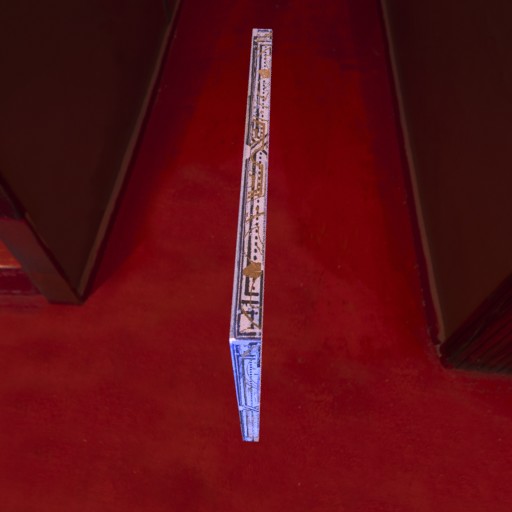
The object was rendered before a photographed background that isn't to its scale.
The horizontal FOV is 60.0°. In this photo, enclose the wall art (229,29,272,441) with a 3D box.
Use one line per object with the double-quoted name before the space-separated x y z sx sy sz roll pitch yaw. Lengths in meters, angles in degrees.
"wall art" 0.000 0.000 0.910 0.036 0.607 0.609 2 58 1
